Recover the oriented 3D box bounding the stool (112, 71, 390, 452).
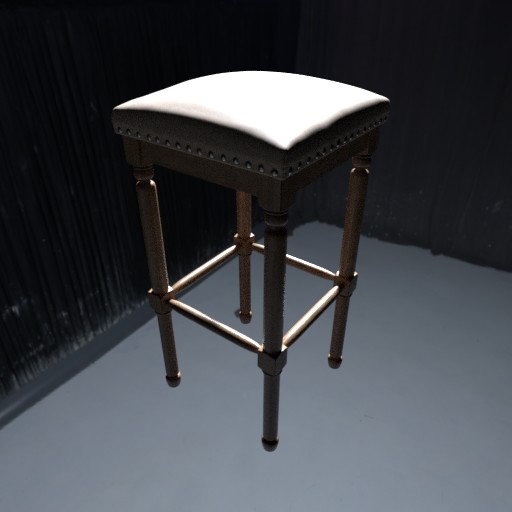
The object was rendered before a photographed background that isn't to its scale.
[{"bbox_3d":[0.000,0.000,1.012,0.383,0.768,0.382,22,39,30],"label":"stool"}]
